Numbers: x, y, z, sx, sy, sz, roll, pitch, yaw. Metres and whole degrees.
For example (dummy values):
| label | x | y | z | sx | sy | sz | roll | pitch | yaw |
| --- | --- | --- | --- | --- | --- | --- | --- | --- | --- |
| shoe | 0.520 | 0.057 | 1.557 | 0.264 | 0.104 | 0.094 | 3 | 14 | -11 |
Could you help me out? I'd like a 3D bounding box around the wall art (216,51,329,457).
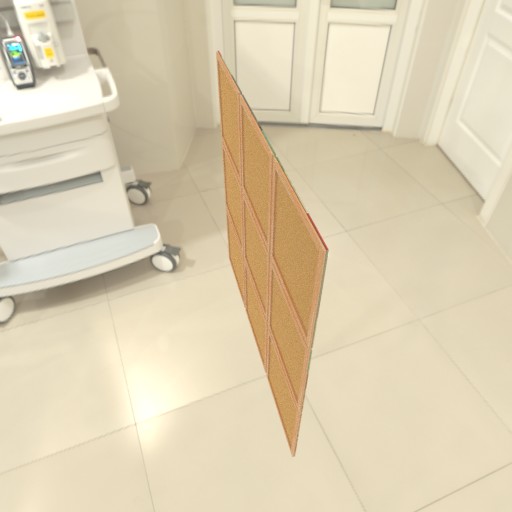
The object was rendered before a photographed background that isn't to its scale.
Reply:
| label | x | y | z | sx | sy | sz | roll | pitch | yaw |
| --- | --- | --- | --- | --- | --- | --- | --- | --- | --- |
| wall art | 0.000 | 0.000 | 1.847 | 0.013 | 1.220 | 1.216 | -11 | 46 | -11 |
